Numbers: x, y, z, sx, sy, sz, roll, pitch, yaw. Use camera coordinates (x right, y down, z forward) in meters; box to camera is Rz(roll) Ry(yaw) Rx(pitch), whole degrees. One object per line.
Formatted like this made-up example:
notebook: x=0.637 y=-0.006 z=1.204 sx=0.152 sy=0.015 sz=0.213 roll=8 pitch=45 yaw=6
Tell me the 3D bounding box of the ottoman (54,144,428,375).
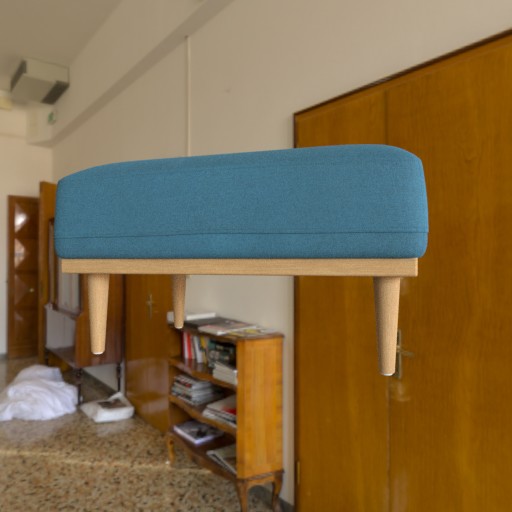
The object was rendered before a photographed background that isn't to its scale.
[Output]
ottoman: x=0.000 y=0.000 z=1.070 sx=0.749 sy=0.428 sz=0.549 roll=0 pitch=-1 yaw=17
